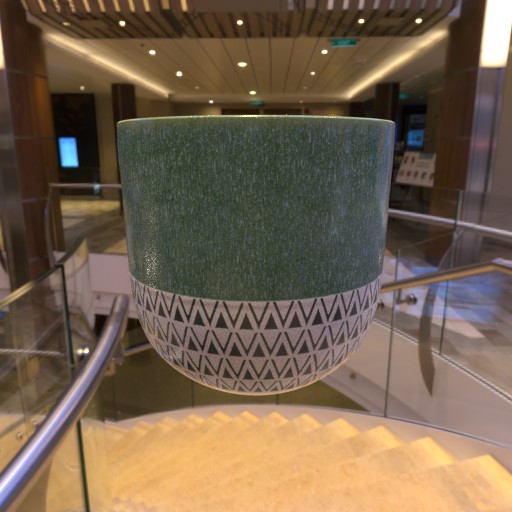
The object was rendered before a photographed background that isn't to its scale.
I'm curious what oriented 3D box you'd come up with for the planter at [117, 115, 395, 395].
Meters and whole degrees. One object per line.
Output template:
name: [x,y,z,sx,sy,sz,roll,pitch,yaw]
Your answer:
planter: [0.000,0.000,0.473,0.266,0.270,0.266,0,14,0]
